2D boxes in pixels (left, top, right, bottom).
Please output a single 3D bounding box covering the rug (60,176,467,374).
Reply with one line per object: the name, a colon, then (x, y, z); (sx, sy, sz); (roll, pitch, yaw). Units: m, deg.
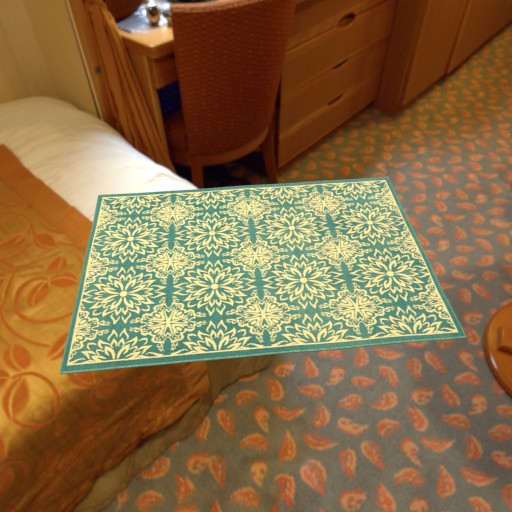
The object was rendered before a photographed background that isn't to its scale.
rug: (0.000, 0.000, 3.608); (2.769, 0.018, 1.830); (-4, 48, -4)
